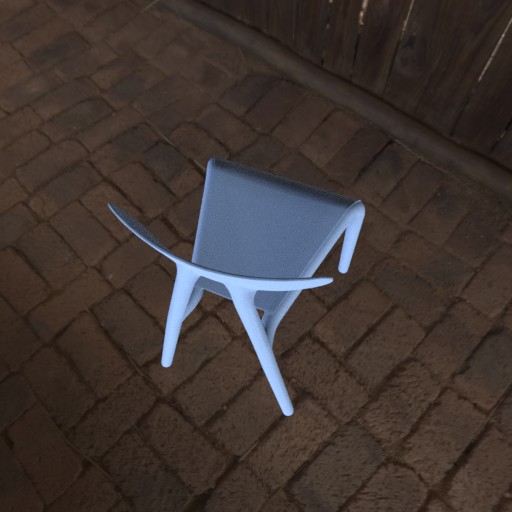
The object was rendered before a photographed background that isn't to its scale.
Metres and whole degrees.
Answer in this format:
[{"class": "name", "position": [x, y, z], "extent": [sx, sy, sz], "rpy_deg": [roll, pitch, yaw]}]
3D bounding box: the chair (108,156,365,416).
[{"class": "chair", "position": [0.000, 0.000, 0.826], "extent": [0.356, 0.580, 0.401], "rpy_deg": [19, 63, 10]}]
